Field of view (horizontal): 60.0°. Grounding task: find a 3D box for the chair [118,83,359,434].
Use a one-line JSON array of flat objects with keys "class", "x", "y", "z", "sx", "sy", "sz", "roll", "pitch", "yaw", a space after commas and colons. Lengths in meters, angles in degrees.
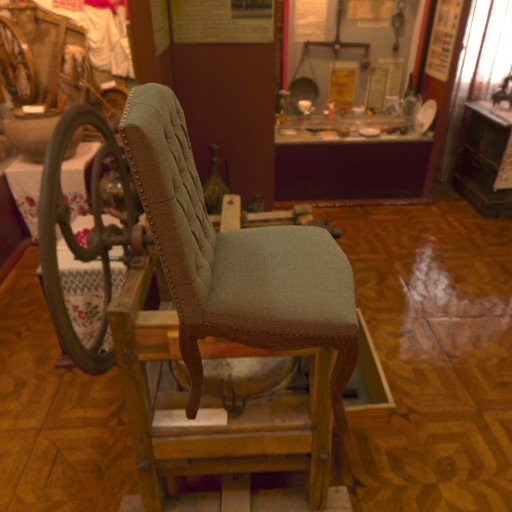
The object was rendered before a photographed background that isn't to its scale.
[{"class": "chair", "x": 0.000, "y": 0.000, "z": 1.615, "sx": 0.731, "sy": 1.191, "sz": 0.637, "roll": 0, "pitch": 32, "yaw": -1}]
